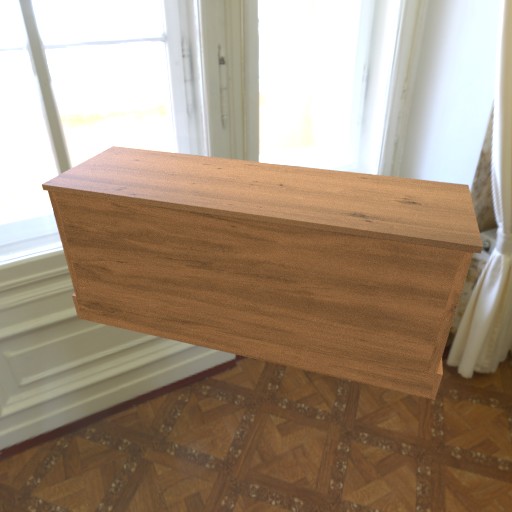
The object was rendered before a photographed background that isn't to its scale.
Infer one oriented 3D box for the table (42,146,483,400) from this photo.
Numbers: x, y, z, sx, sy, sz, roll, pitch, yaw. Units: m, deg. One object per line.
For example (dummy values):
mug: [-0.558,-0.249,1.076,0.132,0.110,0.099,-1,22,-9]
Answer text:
table: [0.000,0.000,1.450,1.200,0.510,0.400,9,33,15]
